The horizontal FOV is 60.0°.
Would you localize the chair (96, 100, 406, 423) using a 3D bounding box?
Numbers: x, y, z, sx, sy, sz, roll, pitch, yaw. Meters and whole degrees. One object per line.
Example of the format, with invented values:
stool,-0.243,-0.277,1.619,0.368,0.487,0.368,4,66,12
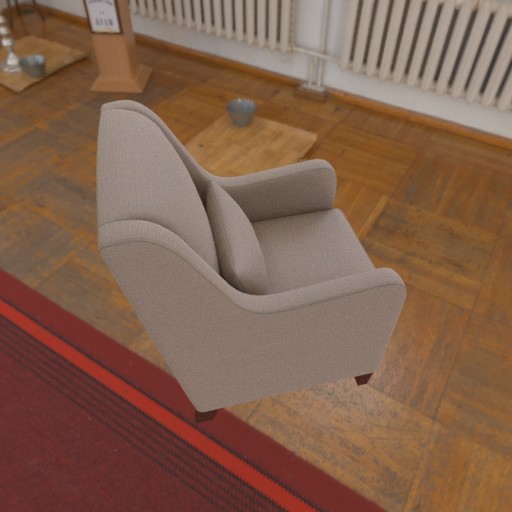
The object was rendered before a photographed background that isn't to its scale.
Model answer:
chair,0.000,0.000,1.628,0.896,1.017,0.715,-10,46,-9
